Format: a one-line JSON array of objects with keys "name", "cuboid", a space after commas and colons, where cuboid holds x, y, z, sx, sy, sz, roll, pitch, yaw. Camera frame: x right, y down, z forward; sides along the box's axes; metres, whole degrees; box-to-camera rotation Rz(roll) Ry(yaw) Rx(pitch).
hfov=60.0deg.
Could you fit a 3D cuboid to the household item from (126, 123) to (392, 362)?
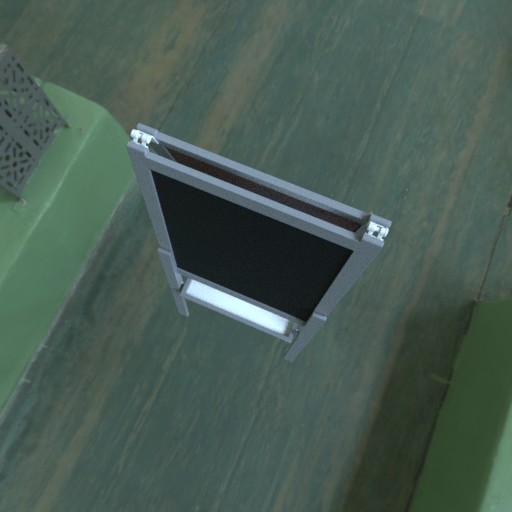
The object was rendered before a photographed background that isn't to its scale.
[{"name": "household item", "cuboid": [0.000, 0.000, 1.408, 0.531, 1.172, 0.469, 22, 77, 6]}]
